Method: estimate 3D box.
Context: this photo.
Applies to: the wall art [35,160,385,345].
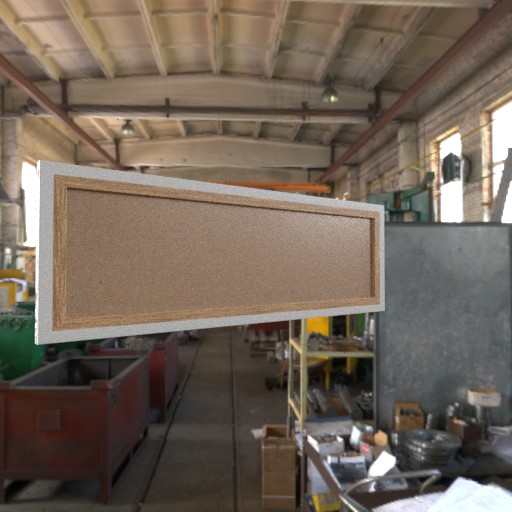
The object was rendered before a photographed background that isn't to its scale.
[{"bbox_3d":[0.000,0.000,1.687,1.520,0.507,0.039,1,-2,-37],"label":"wall art"}]
